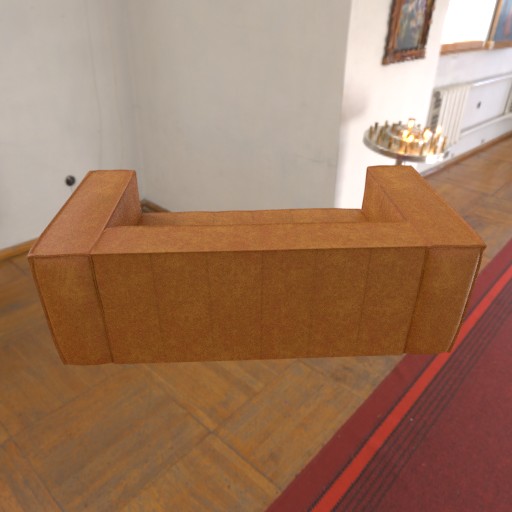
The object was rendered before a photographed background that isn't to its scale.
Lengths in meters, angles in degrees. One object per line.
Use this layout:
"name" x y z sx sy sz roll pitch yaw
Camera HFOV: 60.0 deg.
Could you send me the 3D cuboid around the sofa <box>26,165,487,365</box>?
"sofa" 0.000 0.000 2.552 2.088 0.703 1.102 -1 31 -2
